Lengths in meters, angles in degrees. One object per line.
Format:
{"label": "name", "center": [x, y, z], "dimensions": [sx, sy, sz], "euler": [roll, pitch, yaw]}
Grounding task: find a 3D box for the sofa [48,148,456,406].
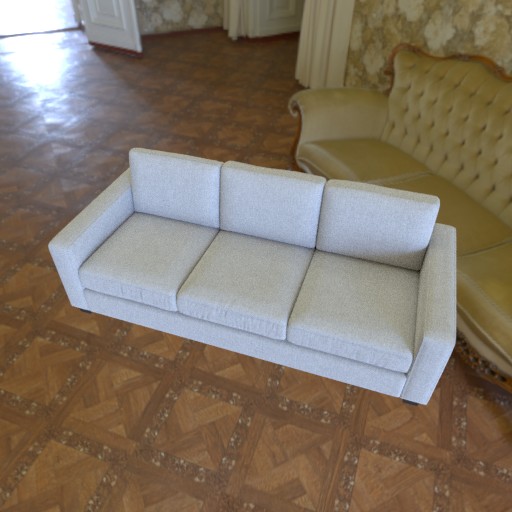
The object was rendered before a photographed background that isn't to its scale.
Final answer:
{"label": "sofa", "center": [0.000, 0.000, 2.567], "dimensions": [2.120, 0.800, 0.900], "euler": [13, 43, 14]}
